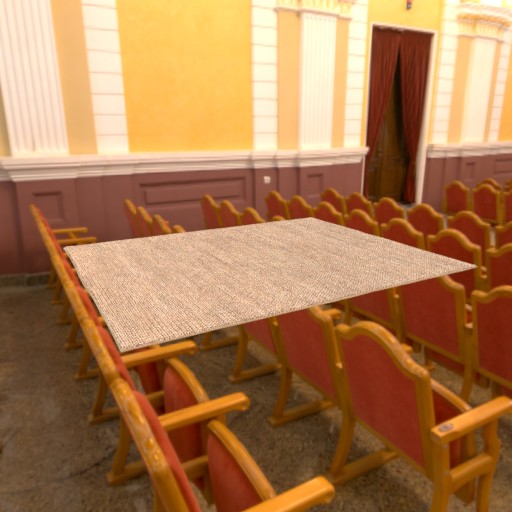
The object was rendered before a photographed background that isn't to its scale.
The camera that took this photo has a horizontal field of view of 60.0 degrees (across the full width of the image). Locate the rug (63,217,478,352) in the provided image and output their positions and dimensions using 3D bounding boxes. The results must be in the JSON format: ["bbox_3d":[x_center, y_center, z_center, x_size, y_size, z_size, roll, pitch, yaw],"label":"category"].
[{"bbox_3d":[0.000,0.000,4.128,3.052,0.030,2.429,-9,19,-28],"label":"rug"}]
